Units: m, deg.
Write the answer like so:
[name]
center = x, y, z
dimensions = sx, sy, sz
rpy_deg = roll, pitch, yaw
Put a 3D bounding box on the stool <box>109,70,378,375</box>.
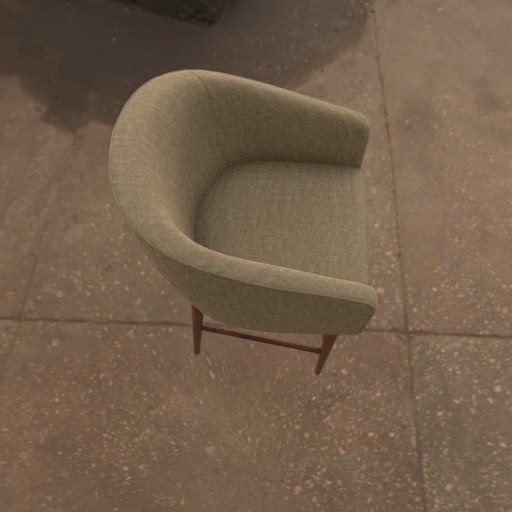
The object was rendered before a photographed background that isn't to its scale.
[stool]
center = 0.000, 0.000, 1.396
dimensions = 0.607, 1.078, 0.559
rpy_deg = 4, 63, 2
